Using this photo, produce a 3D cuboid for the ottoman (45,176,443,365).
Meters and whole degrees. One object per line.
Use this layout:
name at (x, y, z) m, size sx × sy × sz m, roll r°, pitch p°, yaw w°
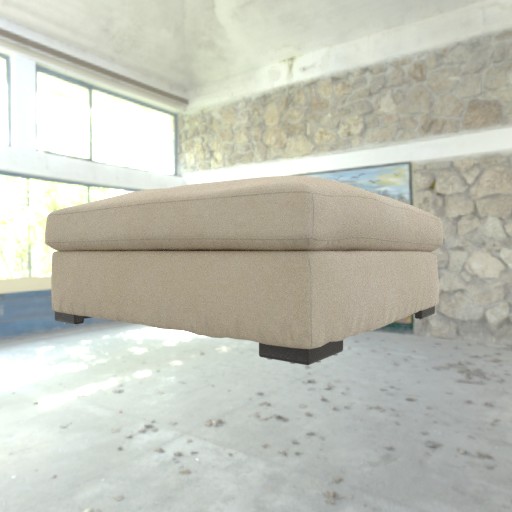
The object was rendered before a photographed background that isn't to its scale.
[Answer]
ottoman at (0.000, 0.000, 1.837) m, size 1.205 × 0.522 × 1.190 m, roll 0°, pitch 1°, yaw 37°
